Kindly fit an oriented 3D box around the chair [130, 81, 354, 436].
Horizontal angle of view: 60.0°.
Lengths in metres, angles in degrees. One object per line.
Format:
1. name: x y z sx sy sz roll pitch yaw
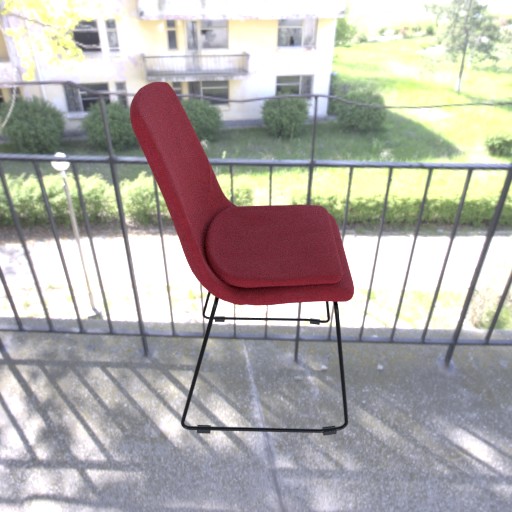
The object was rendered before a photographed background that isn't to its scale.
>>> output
1. chair: 0.000 0.000 1.188 0.518 0.858 0.479 1 33 1
